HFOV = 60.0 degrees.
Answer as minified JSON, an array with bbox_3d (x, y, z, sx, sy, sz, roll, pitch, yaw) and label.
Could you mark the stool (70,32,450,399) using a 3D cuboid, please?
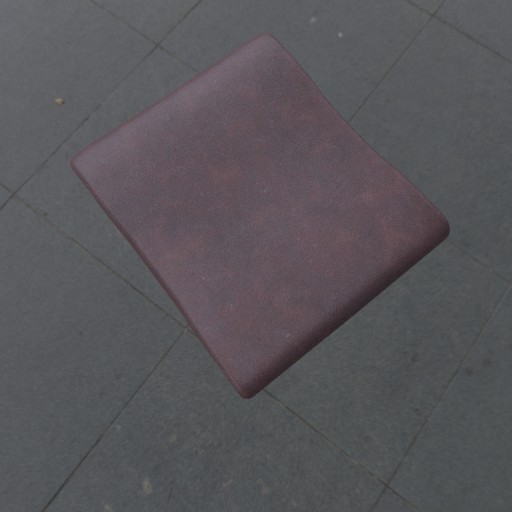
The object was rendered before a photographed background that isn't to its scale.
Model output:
[{"bbox_3d":[0.000,0.000,1.030,0.401,0.769,0.465,-37,78,-9],"label":"stool"}]
